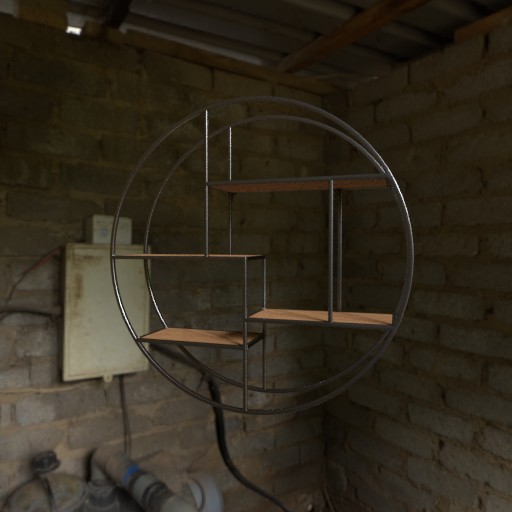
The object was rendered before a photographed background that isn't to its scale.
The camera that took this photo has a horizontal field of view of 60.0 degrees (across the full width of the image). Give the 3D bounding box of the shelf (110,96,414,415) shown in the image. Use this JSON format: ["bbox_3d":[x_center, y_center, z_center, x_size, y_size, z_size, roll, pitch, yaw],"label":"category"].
[{"bbox_3d":[0.000,0.000,1.334,0.888,0.888,0.202,0,2,18],"label":"shelf"}]
